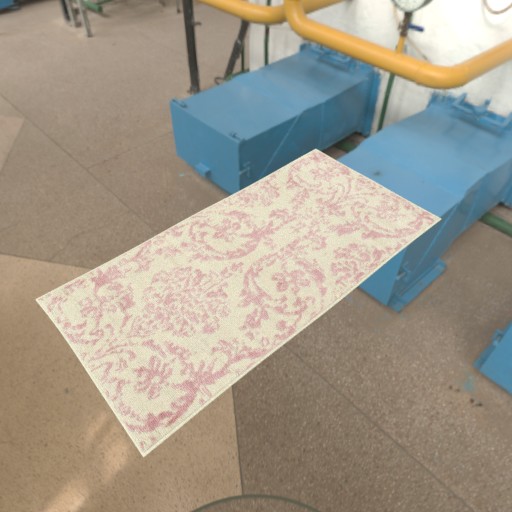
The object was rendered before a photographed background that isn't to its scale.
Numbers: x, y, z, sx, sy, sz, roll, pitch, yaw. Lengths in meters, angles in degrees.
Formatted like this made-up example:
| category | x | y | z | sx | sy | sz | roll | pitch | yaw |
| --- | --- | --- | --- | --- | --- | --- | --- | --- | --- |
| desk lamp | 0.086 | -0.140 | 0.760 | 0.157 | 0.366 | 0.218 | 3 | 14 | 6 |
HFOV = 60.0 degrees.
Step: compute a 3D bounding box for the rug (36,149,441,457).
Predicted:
| category | x | y | z | sx | sy | sz | roll | pitch | yaw |
| --- | --- | --- | --- | --- | --- | --- | --- | --- | --- |
| rug | 0.000 | 0.000 | 1.437 | 1.219 | 0.007 | 0.604 | -33 | 54 | -28 |
